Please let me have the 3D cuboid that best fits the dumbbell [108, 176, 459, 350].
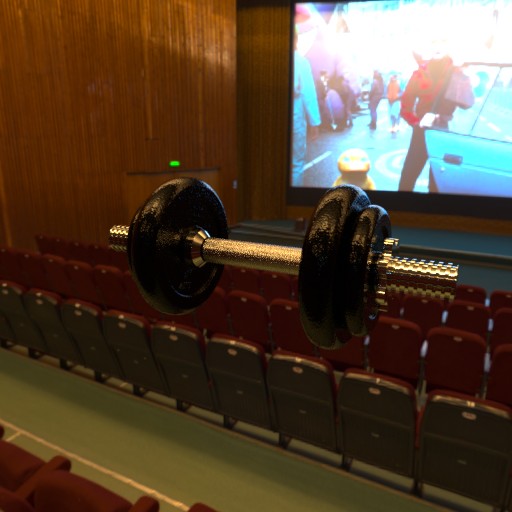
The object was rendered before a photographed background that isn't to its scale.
[{"bbox_3d":[0.000,0.000,0.596,0.497,0.202,0.202,8,17,26],"label":"dumbbell"}]
